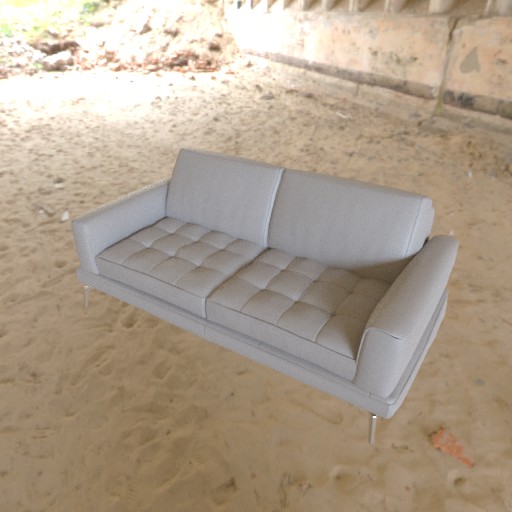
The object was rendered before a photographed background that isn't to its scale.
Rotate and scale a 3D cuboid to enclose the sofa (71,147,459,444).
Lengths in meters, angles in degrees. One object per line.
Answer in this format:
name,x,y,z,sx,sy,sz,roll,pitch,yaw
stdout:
sofa,0.000,0.000,2.727,2.177,0.930,1.121,18,34,28
